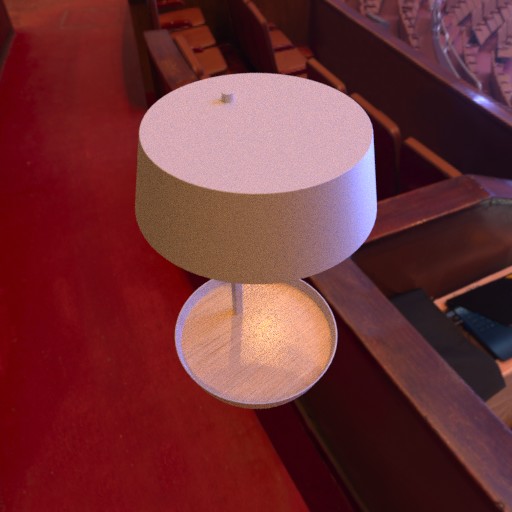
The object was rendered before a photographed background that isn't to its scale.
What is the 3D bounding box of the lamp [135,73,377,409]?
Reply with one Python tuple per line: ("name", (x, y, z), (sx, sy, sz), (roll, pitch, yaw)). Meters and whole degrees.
("lamp", (0.000, 0.000, 0.621), (0.291, 0.429, 0.291), (0, 46, 0))
